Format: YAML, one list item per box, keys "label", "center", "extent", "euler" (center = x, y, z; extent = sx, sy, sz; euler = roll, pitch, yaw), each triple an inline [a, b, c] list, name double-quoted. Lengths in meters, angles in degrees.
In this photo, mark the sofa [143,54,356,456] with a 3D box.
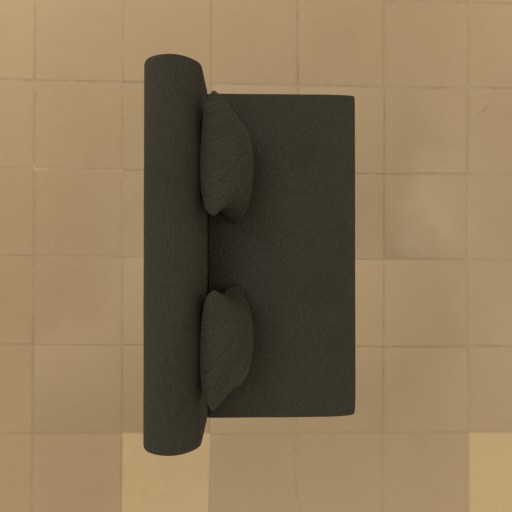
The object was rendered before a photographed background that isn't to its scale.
- label: "sofa"
  center: [0.000, 0.000, 1.675]
  extent: [0.762, 0.670, 1.225]
  euler: [0, 89, -2]
